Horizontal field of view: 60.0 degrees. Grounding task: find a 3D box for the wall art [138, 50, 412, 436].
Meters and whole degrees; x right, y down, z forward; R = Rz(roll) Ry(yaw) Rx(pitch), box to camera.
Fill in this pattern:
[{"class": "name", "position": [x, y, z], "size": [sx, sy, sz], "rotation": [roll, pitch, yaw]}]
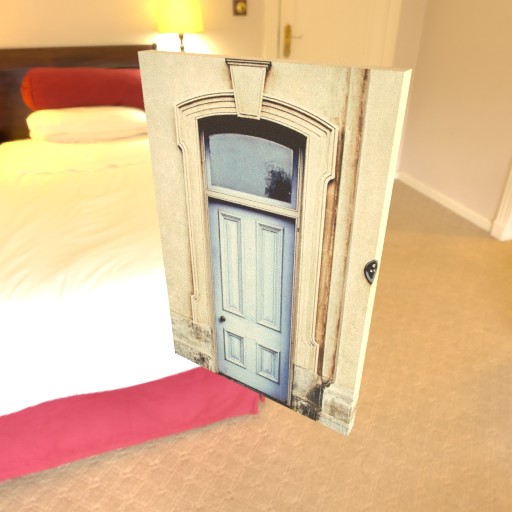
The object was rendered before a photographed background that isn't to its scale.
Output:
[{"class": "wall art", "position": [0.000, 0.000, 0.934], "size": [0.508, 0.764, 0.038], "rotation": [17, 34, 27]}]
